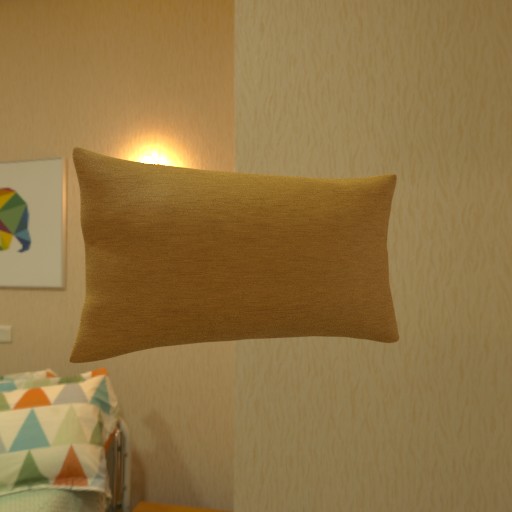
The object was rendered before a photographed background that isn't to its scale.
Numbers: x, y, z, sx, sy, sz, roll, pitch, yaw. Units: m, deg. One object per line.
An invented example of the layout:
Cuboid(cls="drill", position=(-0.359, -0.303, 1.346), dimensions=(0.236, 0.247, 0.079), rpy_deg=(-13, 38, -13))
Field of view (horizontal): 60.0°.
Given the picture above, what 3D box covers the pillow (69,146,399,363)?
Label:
Cuboid(cls="pillow", position=(0.000, 0.000, 0.816), dimensions=(0.634, 0.354, 0.210), rpy_deg=(0, -1, -19))
